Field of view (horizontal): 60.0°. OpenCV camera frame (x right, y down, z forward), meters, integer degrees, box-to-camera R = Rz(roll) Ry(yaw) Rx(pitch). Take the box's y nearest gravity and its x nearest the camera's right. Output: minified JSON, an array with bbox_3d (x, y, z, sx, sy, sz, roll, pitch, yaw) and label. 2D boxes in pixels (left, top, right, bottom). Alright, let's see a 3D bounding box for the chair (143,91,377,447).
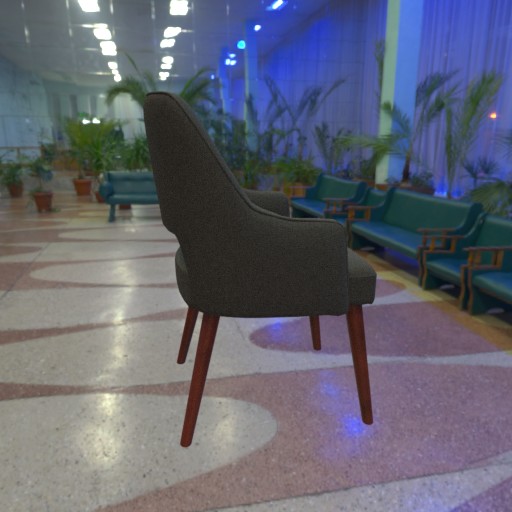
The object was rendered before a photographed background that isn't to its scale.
[{"bbox_3d":[0.000,0.000,1.234,0.560,0.838,0.559,-3,16,-11],"label":"chair"}]
